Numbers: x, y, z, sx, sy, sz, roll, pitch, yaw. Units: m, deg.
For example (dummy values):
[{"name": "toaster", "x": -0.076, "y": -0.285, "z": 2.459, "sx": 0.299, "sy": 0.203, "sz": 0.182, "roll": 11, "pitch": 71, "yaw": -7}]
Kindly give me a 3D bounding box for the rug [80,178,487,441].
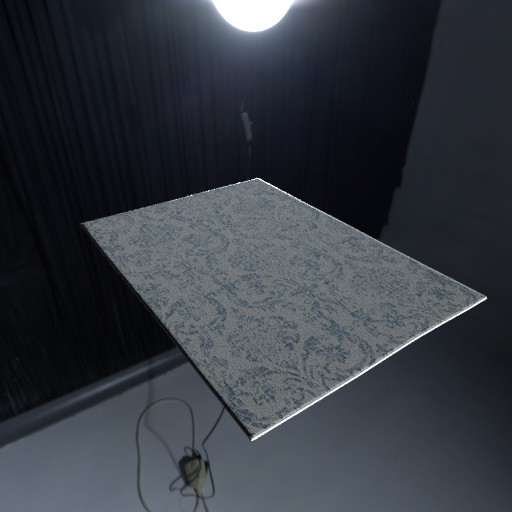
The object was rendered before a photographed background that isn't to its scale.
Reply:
[{"name": "rug", "x": 0.000, "y": 0.000, "z": 2.833, "sx": 1.586, "sy": 0.014, "sz": 2.197, "roll": -20, "pitch": 36, "yaw": -29}]
